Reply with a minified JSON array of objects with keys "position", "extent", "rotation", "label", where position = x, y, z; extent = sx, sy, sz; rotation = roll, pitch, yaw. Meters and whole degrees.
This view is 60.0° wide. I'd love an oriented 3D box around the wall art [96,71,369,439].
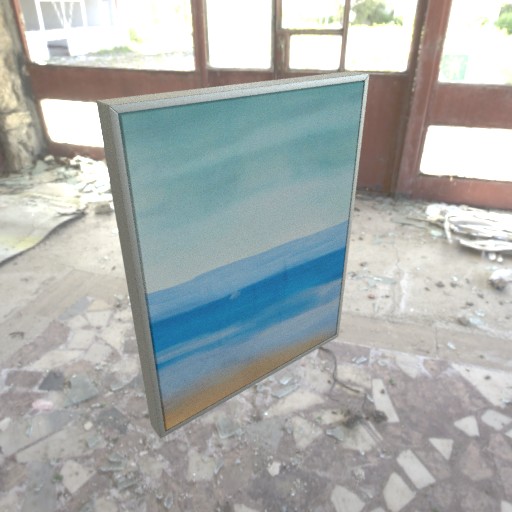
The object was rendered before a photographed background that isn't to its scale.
[{"position":[0.000,0.000,0.760],"extent":[0.445,0.553,0.039],"rotation":[-21,35,-32],"label":"wall art"}]
